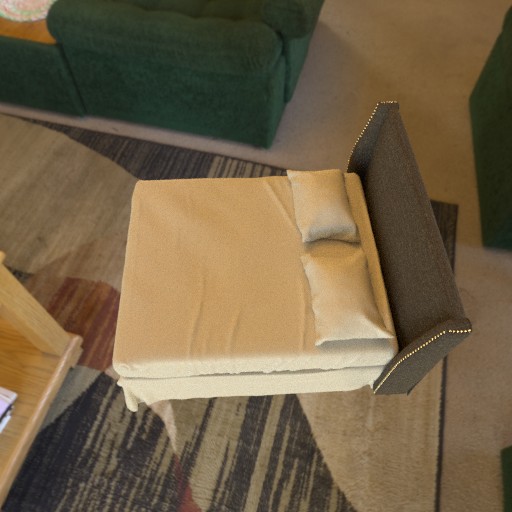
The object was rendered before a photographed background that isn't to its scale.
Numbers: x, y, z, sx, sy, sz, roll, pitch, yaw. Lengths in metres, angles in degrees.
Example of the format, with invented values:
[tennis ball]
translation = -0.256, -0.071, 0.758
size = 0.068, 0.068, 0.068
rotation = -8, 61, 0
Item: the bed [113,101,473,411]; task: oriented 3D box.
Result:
[bed]
translation = 0.000, 0.000, 3.397
size = 2.276, 1.332, 1.925
rotation = -2, 58, -1
